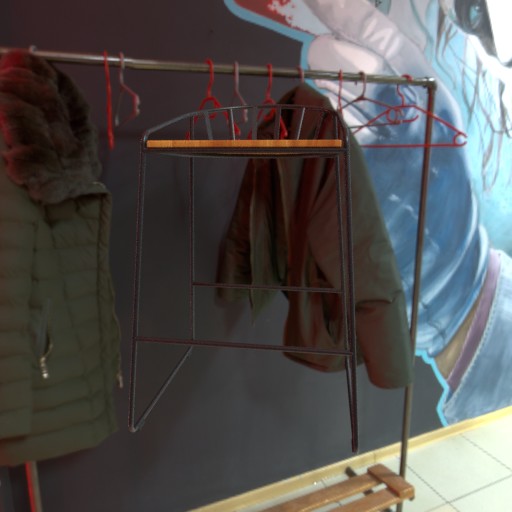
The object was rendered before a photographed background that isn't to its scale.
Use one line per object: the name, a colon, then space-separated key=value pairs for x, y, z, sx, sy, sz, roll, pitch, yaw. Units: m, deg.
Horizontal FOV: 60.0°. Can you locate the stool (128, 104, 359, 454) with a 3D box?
stool: x=0.000 y=0.000 z=1.183 sx=0.546 sy=0.812 sz=0.521 roll=2 pitch=13 yaw=9
